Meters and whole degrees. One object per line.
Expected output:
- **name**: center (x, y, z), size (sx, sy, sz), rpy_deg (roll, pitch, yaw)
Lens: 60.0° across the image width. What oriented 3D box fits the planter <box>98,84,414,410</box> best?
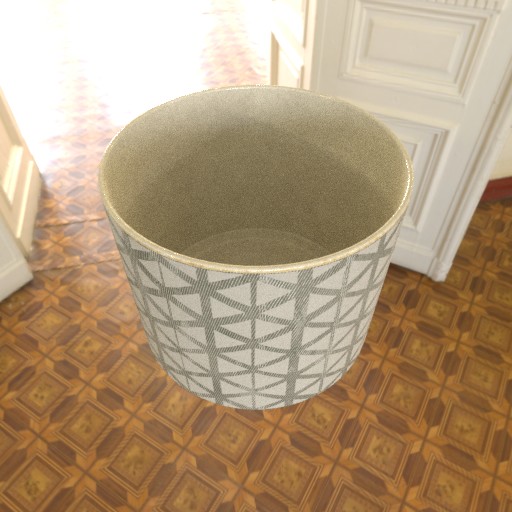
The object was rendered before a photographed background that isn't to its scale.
- **planter**: center (0.000, 0.000, 0.446), size (0.250, 0.239, 0.250), rpy_deg (0, 47, 0)
